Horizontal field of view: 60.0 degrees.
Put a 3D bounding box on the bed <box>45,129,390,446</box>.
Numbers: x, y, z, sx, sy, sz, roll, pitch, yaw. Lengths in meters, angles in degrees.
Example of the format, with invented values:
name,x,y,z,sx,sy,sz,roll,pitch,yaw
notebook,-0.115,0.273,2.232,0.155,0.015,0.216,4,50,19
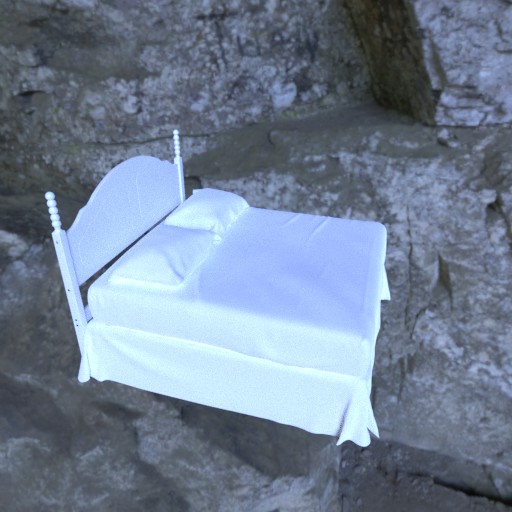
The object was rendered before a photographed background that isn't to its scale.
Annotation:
name,x,y,z,sx,sy,sz,roll,pitch,yaw
bed,0.000,0.000,3.268,2.040,1.356,1.873,9,30,15
